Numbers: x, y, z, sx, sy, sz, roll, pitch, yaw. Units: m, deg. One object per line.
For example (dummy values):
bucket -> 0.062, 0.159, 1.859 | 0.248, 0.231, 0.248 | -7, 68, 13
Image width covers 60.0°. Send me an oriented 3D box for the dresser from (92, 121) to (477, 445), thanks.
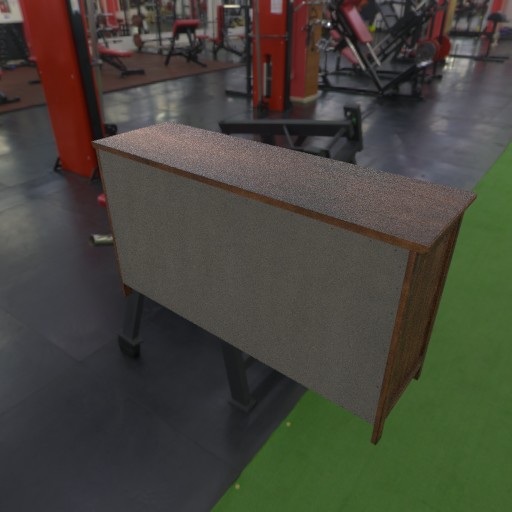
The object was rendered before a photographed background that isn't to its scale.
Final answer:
dresser -> 0.000, 0.000, 1.974 | 1.551, 0.856, 0.463 | 22, 37, 32
